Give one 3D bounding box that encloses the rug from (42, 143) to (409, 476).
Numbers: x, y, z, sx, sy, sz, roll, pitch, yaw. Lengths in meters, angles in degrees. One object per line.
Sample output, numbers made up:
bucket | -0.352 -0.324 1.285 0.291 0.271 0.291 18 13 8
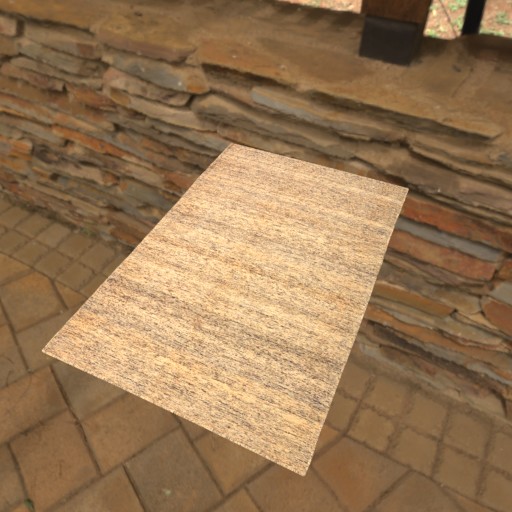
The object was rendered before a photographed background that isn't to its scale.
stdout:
rug | 0.000 0.000 2.350 1.243 0.014 1.846 18 49 17
